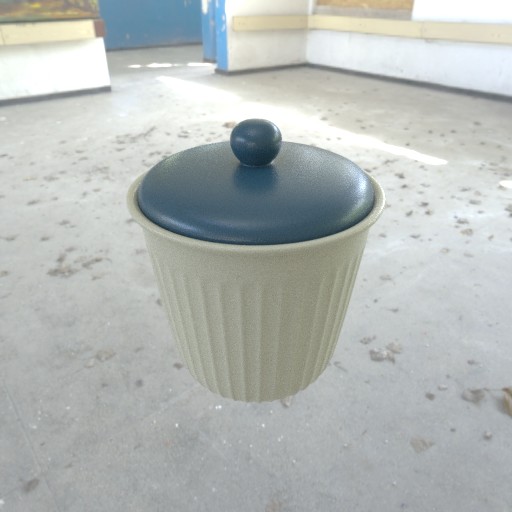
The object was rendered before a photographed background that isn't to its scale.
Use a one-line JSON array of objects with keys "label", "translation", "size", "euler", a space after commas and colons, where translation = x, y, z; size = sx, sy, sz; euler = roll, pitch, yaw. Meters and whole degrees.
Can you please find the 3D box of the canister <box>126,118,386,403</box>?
[{"label": "canister", "translation": [0.000, 0.000, 0.348], "size": [0.181, 0.211, 0.181], "euler": [0, 31, 0]}]
